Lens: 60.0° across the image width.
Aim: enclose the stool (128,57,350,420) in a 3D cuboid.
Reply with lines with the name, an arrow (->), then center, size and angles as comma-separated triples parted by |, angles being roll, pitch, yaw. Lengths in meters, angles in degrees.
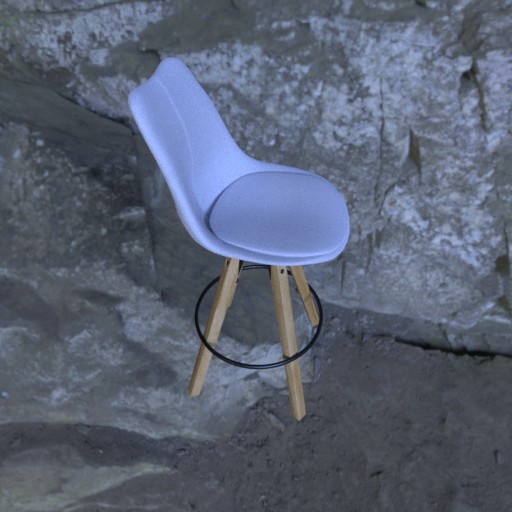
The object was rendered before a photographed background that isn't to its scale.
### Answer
stool -> 0.000, 0.000, 1.421 | 0.550, 1.115, 0.484 | 9, 45, 9
